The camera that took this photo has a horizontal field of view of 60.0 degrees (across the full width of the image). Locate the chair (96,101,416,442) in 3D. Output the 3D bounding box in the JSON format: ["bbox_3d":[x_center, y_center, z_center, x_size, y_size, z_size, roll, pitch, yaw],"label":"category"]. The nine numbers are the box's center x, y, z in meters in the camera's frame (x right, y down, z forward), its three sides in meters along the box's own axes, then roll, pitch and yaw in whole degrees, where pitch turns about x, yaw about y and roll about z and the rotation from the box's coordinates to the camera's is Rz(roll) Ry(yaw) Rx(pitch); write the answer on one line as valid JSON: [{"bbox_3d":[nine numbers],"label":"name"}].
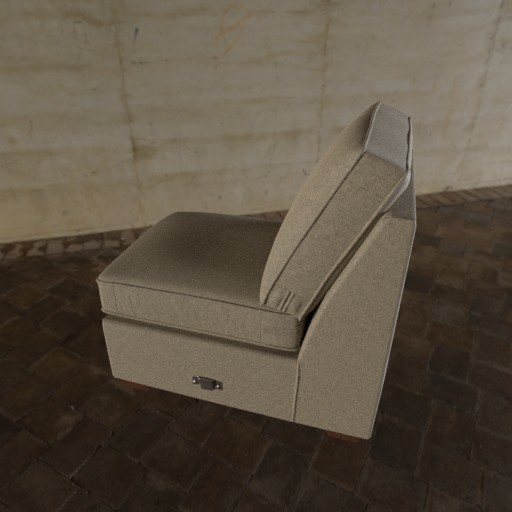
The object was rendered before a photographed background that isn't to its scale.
[{"bbox_3d":[0.000,0.000,1.660,1.020,1.058,0.674,9,31,14],"label":"chair"}]
